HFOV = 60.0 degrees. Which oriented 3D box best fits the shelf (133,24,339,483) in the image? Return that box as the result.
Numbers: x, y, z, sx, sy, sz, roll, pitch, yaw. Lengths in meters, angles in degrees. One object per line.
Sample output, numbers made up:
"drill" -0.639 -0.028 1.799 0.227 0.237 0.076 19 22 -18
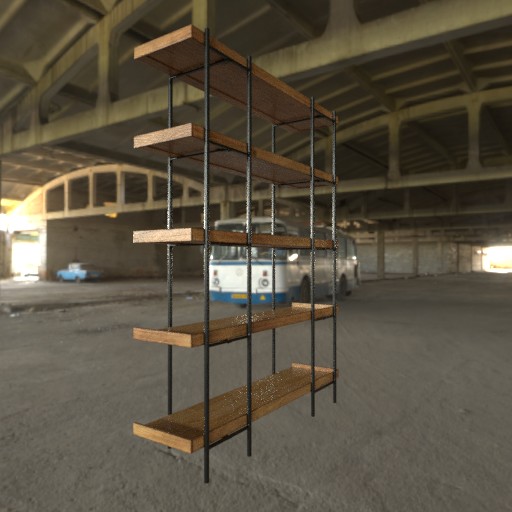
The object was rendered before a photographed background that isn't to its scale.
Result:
"shelf" 0.000 0.000 2.384 0.379 1.826 1.371 0 -1 35
